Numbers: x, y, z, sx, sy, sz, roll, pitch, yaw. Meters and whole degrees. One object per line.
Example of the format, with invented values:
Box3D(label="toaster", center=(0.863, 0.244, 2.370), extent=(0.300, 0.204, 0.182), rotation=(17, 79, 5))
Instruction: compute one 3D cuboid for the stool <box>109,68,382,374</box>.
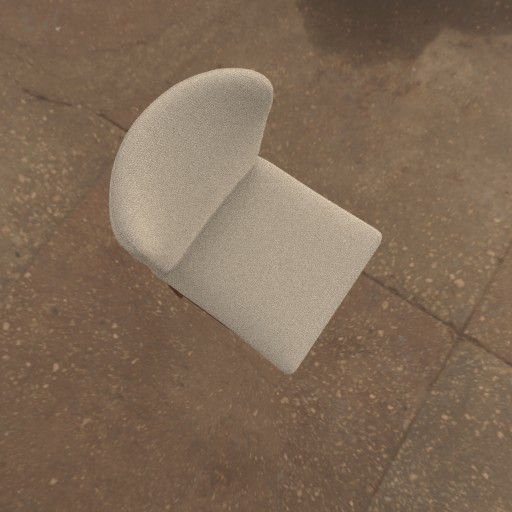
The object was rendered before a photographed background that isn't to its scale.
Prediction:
Box3D(label="stool", center=(0.000, 0.000, 1.362), extent=(0.568, 1.069, 0.481), rotation=(34, 78, 8))
